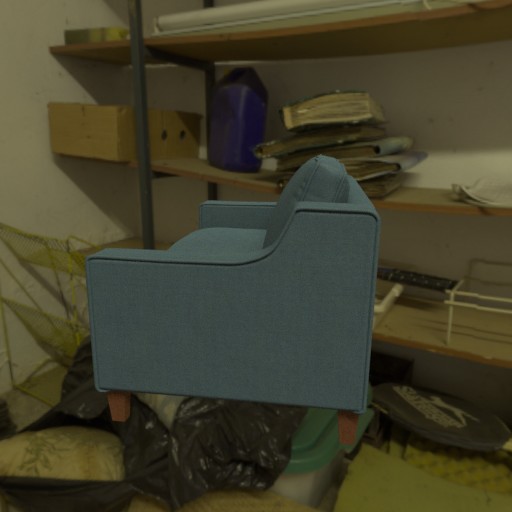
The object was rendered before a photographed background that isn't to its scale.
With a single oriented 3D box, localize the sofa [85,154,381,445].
[{"bbox_3d":[0.000,0.000,2.173,0.987,0.971,1.501,2,14,9],"label":"sofa"}]
